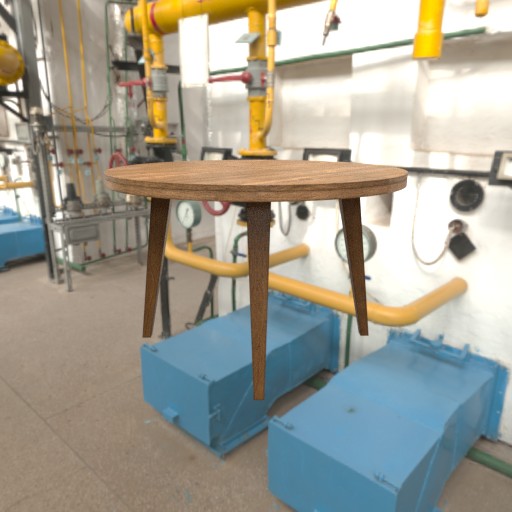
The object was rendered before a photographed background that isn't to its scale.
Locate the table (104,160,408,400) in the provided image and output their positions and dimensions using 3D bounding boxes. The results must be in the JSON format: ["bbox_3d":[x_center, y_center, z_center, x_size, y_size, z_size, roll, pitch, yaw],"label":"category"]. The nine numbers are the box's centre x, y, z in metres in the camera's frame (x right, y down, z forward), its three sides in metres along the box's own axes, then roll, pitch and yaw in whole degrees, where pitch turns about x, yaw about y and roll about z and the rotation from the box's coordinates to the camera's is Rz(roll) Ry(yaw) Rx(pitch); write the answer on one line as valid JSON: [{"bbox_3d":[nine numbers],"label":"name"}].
[{"bbox_3d":[0.000,0.000,1.964,1.213,0.764,1.213,0,16,0],"label":"table"}]
